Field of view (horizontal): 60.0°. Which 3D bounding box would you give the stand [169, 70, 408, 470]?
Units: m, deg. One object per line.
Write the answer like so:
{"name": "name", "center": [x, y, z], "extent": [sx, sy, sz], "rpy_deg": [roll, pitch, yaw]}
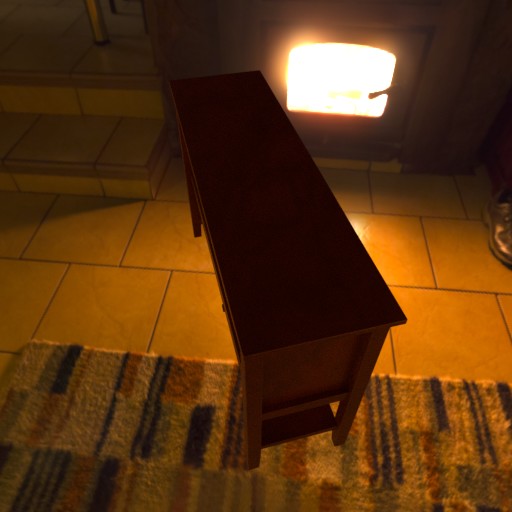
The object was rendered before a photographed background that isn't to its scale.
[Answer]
{"name": "stand", "center": [0.000, 0.000, 1.777], "extent": [0.410, 0.872, 1.362], "rpy_deg": [-11, 48, -10]}
